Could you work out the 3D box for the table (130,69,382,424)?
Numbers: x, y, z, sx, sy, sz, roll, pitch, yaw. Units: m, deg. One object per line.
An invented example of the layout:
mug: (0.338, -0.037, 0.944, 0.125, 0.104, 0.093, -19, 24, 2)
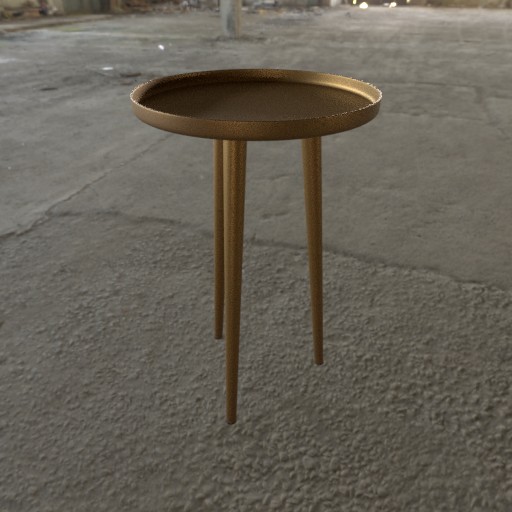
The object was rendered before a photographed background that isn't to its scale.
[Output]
table: (0.000, 0.000, 0.667, 0.299, 0.480, 0.299, 9, 33, 15)
